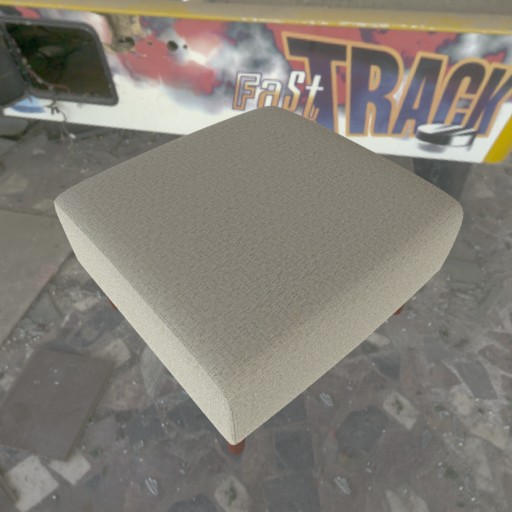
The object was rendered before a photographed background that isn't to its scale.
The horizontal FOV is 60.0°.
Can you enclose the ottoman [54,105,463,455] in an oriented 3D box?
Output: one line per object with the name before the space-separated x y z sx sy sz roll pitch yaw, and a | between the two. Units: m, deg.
ottoman | 0.000 0.000 1.057 0.655 0.399 0.648 -32 53 -28
